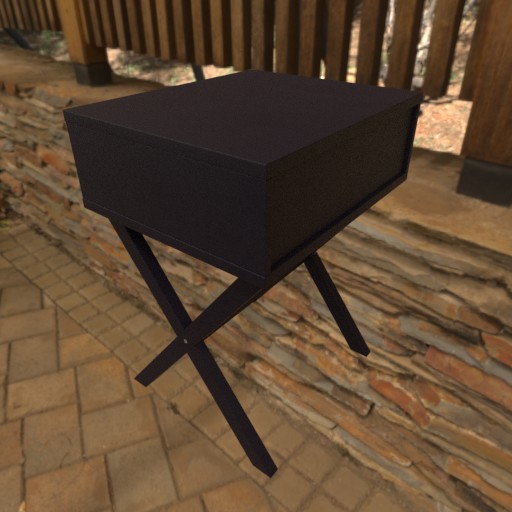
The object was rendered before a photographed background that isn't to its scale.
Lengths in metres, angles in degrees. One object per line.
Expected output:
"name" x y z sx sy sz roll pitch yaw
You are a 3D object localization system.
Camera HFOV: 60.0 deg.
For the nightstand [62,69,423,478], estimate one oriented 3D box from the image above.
"nightstand" 0.000 0.000 0.917 0.402 0.623 0.479 22 38 32
